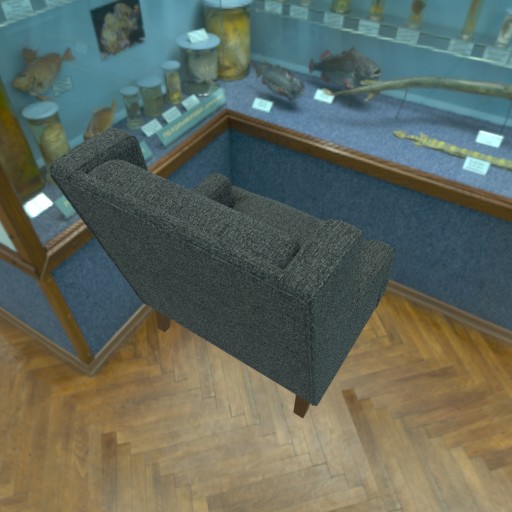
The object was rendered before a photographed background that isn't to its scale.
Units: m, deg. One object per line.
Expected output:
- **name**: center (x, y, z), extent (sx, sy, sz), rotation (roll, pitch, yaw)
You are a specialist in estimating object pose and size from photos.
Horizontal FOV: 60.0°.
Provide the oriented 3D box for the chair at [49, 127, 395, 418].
- **chair**: center (0.000, 0.000, 1.820), extent (0.942, 1.082, 0.927), rotation (26, 52, 22)
